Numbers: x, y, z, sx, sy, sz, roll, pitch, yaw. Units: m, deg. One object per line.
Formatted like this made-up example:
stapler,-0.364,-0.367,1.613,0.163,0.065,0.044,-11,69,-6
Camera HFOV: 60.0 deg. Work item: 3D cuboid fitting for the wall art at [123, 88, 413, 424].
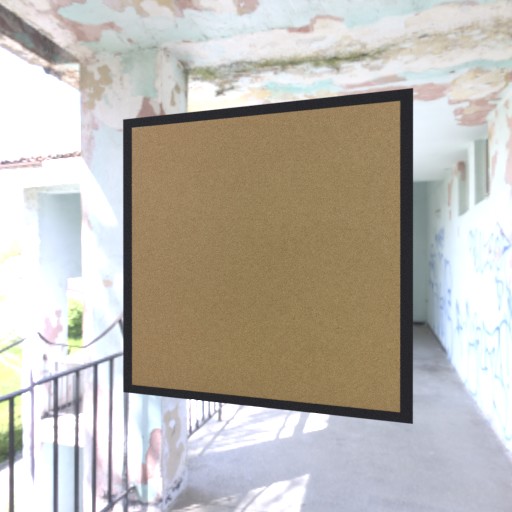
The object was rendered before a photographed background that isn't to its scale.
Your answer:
wall art,0.000,0.000,0.762,0.508,0.507,0.033,0,0,18
